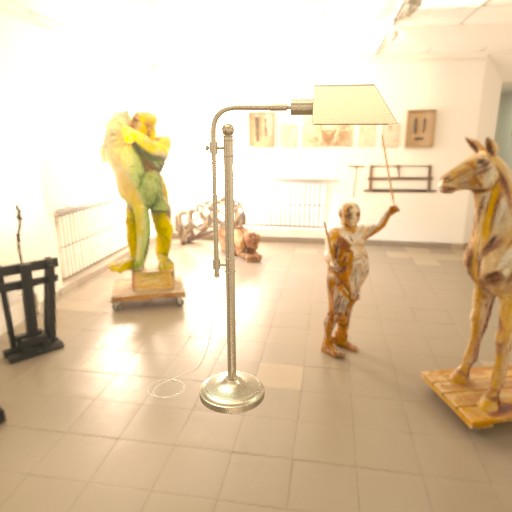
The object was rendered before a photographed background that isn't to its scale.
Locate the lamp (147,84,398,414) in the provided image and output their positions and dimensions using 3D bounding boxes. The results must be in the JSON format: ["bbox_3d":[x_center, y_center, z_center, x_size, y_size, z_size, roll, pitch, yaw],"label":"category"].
[{"bbox_3d":[0.000,0.000,0.983,0.546,0.708,0.159,2,16,9],"label":"lamp"}]
